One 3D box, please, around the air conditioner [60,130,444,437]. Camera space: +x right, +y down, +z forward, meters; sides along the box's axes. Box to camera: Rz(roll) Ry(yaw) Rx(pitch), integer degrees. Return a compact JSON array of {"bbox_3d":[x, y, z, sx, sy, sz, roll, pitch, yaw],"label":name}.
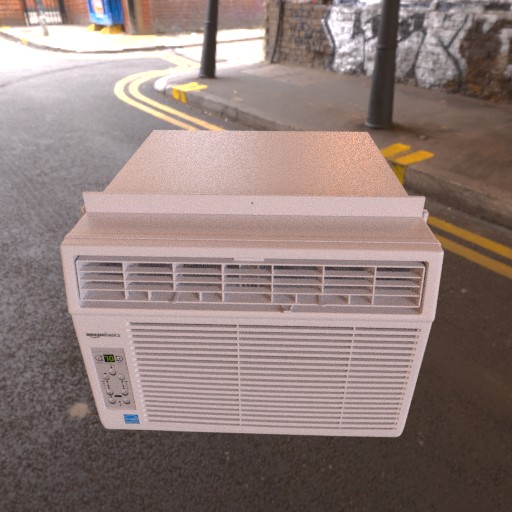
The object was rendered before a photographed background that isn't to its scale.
[{"bbox_3d":[0.000,0.000,0.849,0.503,0.388,0.546,1,31,2],"label":"air conditioner"}]
